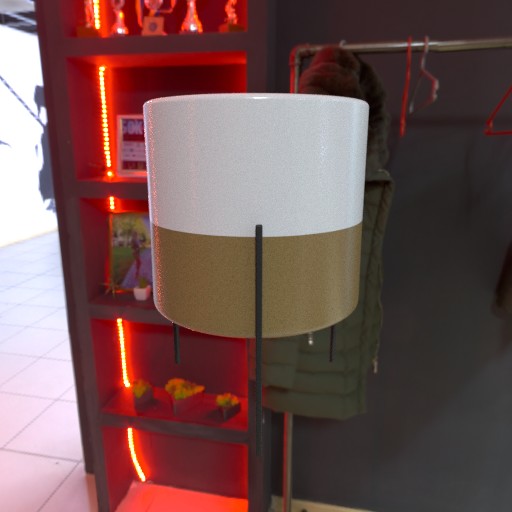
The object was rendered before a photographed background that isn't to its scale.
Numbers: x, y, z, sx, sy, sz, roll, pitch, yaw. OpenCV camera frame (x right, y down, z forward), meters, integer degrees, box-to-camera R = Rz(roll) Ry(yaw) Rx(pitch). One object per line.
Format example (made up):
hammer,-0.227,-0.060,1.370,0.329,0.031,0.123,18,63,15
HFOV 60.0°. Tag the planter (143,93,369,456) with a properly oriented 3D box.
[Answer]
planter,0.000,0.000,0.664,0.310,0.432,0.310,14,20,42
